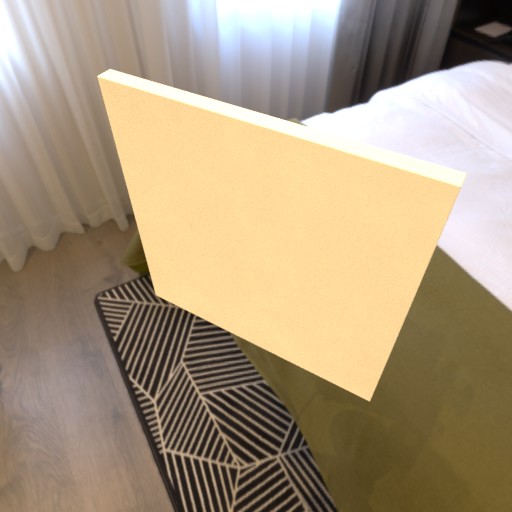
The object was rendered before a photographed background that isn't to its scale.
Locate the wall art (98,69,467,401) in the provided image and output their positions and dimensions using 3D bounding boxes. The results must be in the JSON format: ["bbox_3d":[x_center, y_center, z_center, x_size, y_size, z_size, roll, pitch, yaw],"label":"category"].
[{"bbox_3d":[0.000,0.000,1.111,0.762,0.762,0.040,23,51,20],"label":"wall art"}]
